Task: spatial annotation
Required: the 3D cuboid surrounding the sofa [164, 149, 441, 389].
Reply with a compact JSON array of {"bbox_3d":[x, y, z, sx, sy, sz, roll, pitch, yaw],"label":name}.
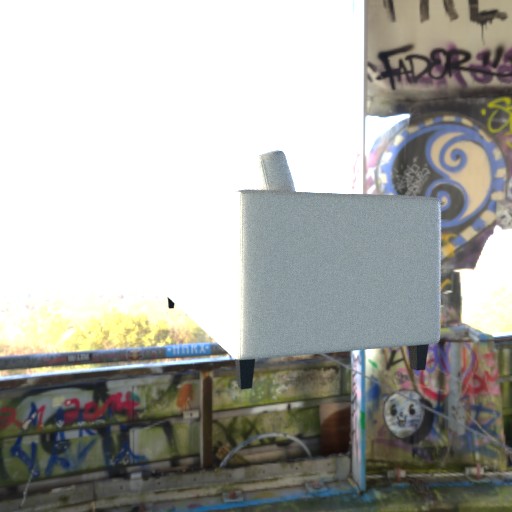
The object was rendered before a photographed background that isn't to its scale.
[{"bbox_3d":[0.000,0.000,2.907,0.948,0.965,2.434,-1,2,-18],"label":"sofa"}]
